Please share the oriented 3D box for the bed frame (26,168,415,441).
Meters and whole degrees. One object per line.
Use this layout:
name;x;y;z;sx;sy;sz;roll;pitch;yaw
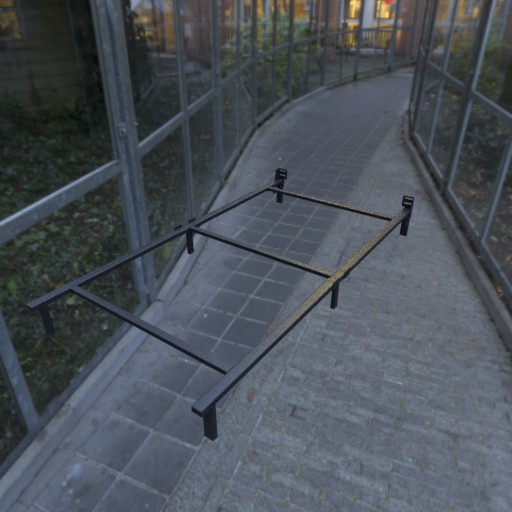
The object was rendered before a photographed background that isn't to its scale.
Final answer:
bed frame;0.000;0.000;2.264;0.968;0.248;1.897;19;34;31
